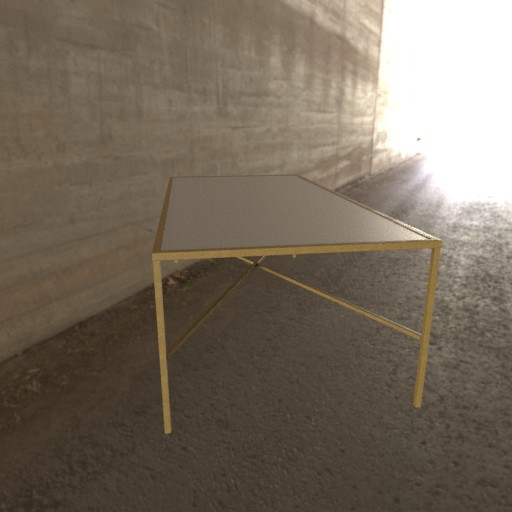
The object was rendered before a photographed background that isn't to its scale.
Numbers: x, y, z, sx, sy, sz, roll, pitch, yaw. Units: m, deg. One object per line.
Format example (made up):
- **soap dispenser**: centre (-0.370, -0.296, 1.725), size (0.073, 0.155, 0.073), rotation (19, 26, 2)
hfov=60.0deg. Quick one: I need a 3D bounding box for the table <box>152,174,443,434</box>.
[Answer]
- **table**: centre (0.000, 0.000, 1.489), size (0.580, 0.398, 1.206), rotation (-3, 17, -9)
